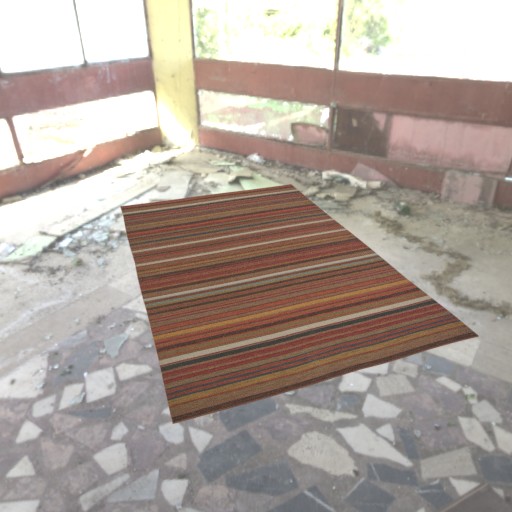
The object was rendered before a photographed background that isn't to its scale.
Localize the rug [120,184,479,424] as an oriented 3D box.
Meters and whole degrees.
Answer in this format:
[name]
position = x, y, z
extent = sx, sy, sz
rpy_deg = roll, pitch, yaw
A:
[rug]
position = 0.000, 0.000, 2.312
extent = 1.217, 0.007, 1.828
rpy_deg = -10, 31, -17
